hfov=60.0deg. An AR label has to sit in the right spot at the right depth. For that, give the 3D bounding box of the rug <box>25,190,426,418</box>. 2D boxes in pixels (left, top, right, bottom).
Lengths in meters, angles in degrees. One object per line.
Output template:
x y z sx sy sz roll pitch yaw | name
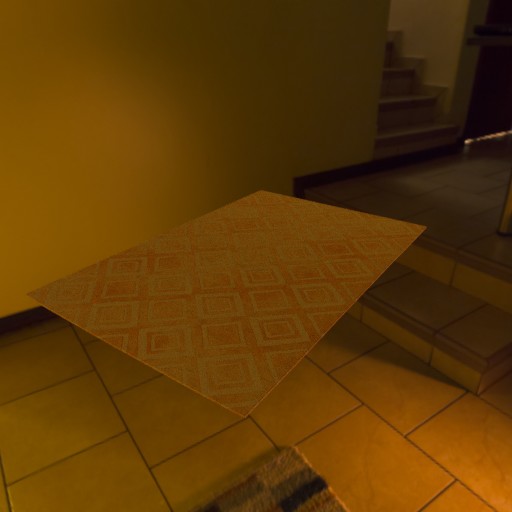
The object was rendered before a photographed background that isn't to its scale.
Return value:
0.000 0.000 2.299 1.213 0.010 1.829 17 31 31 | rug
